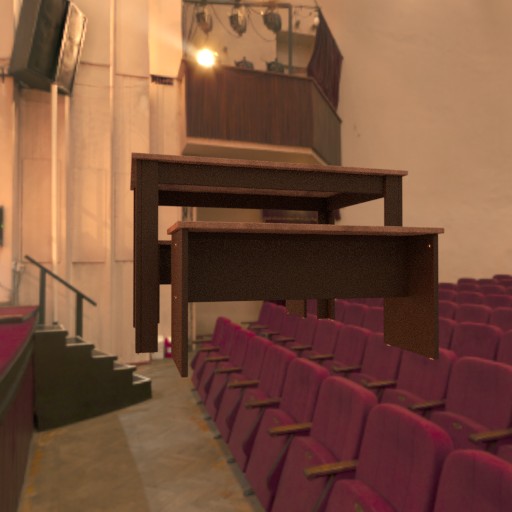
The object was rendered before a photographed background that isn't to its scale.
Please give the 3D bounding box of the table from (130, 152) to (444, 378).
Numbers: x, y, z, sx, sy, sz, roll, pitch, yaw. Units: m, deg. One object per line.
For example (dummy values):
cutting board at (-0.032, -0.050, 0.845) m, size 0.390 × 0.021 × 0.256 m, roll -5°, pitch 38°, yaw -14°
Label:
table at (0.000, 0.000, 2.018) m, size 1.100 × 0.700 × 1.443 m, roll 0°, pitch -1°, yaw -16°
